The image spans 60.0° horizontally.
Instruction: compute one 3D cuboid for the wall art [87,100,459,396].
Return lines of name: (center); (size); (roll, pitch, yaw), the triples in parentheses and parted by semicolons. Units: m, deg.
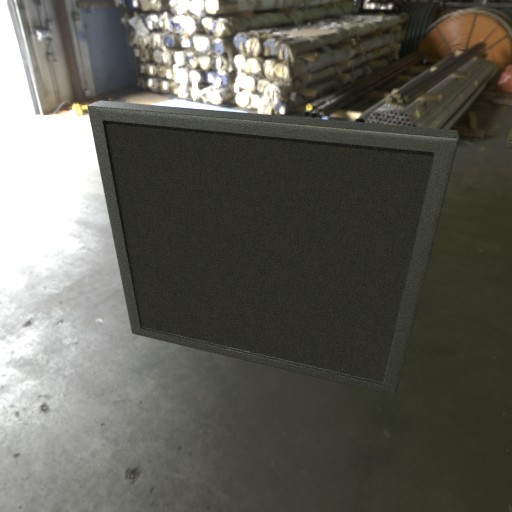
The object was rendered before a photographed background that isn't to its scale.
wall art: (0.000, 0.000, 0.533); (0.380, 0.330, 0.028); (10, 33, 15)
